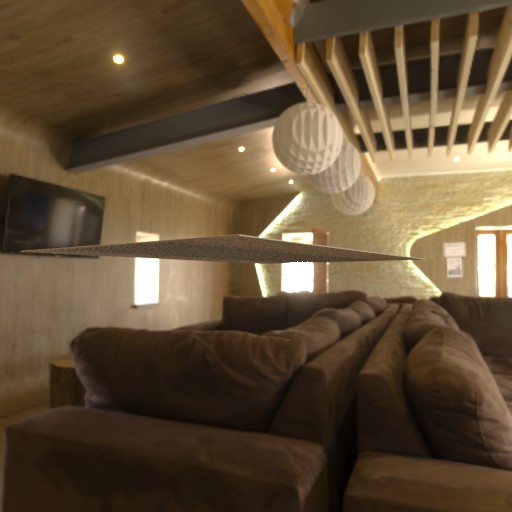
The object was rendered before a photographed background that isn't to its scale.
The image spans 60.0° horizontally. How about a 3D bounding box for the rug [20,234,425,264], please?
[{"bbox_3d":[0.000,0.000,2.318,1.219,0.005,1.828,-2,-4,36],"label":"rug"}]
